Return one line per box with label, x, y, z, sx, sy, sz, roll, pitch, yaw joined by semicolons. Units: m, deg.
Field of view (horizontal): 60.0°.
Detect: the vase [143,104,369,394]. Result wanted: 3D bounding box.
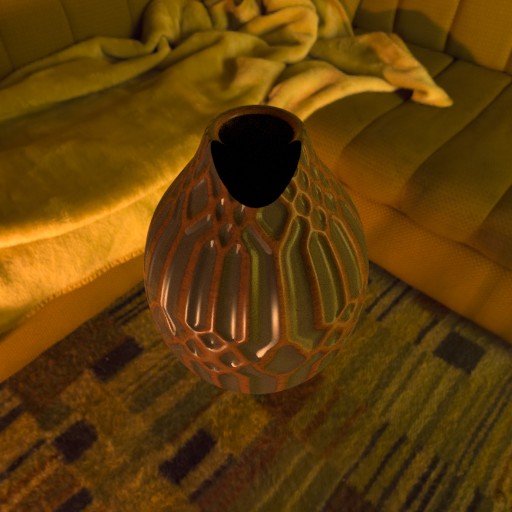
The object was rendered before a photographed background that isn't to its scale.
vase;0.000;0.000;0.136;0.069;0.088;0.069;0;47;0
